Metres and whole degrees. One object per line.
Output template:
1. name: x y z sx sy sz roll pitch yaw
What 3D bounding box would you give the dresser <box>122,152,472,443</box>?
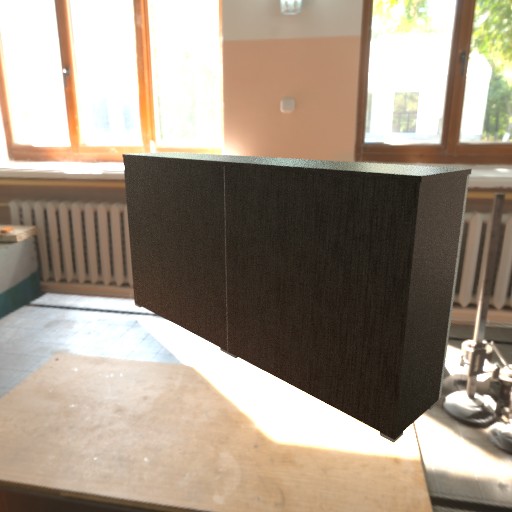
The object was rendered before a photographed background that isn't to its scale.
1. dresser: 0.000 0.000 1.855 0.333 0.790 1.535 -15 21 -42
